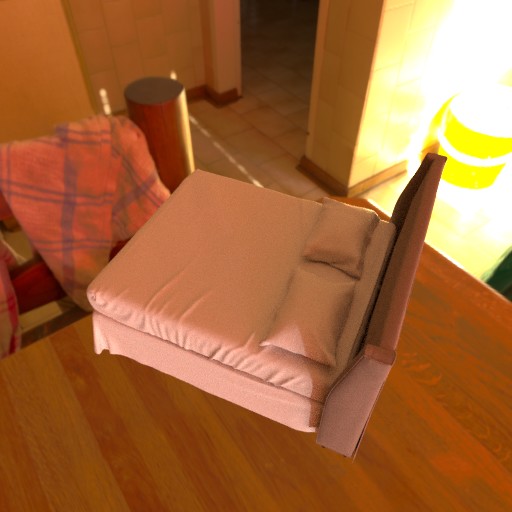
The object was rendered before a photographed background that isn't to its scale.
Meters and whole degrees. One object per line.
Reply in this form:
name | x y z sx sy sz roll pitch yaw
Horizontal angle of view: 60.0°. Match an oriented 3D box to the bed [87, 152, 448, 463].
bed | 0.000 0.000 3.446 2.276 1.332 1.925 18 49 16
